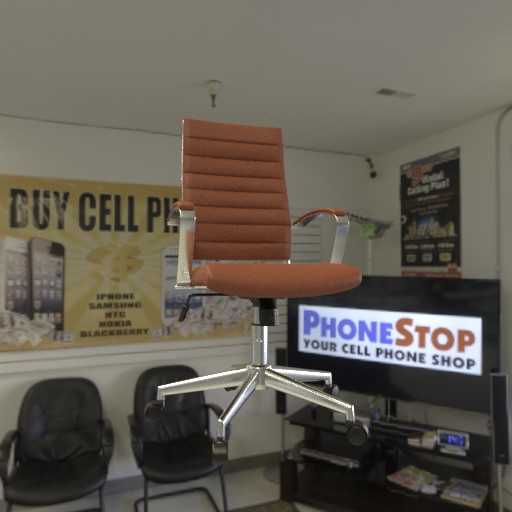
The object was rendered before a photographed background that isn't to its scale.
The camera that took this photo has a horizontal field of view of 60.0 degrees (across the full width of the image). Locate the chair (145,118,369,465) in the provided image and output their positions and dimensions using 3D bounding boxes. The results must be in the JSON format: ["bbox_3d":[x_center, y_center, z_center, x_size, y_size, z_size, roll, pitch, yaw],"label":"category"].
[{"bbox_3d":[0.000,0.000,1.605,0.766,1.149,0.739,0,-1,-18],"label":"chair"}]
